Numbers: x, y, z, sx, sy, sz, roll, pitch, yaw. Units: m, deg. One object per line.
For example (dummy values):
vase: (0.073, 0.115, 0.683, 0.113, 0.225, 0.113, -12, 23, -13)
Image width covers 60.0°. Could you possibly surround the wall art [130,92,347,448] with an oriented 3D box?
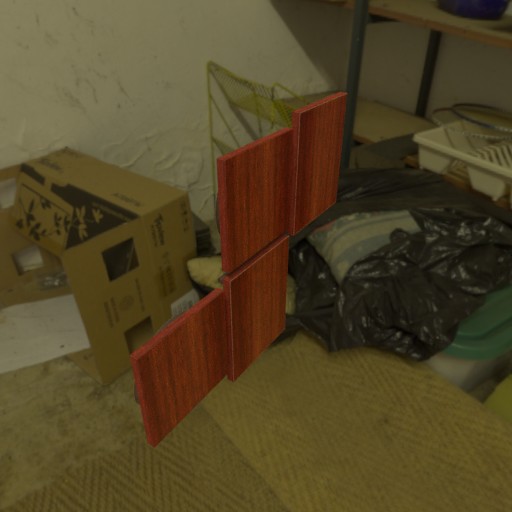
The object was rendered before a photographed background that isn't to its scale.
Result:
wall art: (0.000, 0.000, 0.854, 0.030, 0.497, 0.635, 20, 37, 29)
